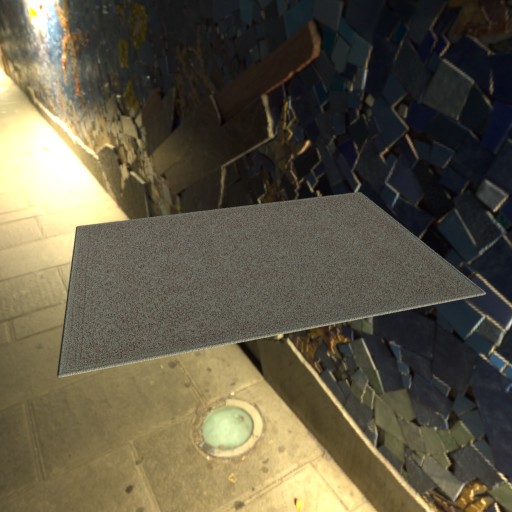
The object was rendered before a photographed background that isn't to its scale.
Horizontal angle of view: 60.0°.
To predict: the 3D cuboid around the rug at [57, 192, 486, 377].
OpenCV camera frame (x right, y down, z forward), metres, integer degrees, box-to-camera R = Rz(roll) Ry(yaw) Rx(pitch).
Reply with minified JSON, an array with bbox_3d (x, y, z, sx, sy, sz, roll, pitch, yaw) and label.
[{"bbox_3d":[0.000,0.000,2.297,1.829,0.010,1.219,-8,32,-14],"label":"rug"}]
